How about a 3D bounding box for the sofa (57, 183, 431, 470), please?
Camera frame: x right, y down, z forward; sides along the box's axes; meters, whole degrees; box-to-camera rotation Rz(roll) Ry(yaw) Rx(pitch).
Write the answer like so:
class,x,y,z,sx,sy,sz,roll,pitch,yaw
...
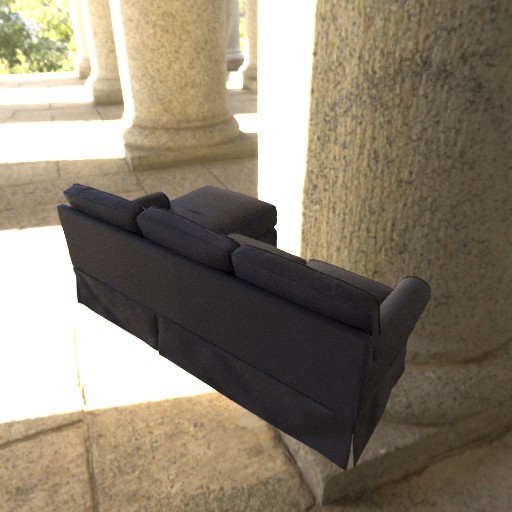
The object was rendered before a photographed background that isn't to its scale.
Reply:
class,x,y,z,sx,sy,sz,roll,pitch,yaw
sofa,0.000,0.000,3.283,2.518,1.039,1.637,21,36,32
